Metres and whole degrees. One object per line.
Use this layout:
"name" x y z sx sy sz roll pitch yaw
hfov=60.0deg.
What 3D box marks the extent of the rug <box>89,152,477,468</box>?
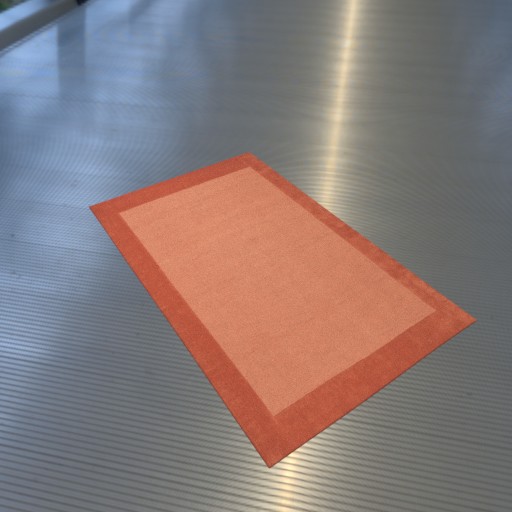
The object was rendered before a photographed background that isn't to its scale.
"rug" 0.000 0.000 3.069 1.524 0.014 2.438 -25 48 -25
